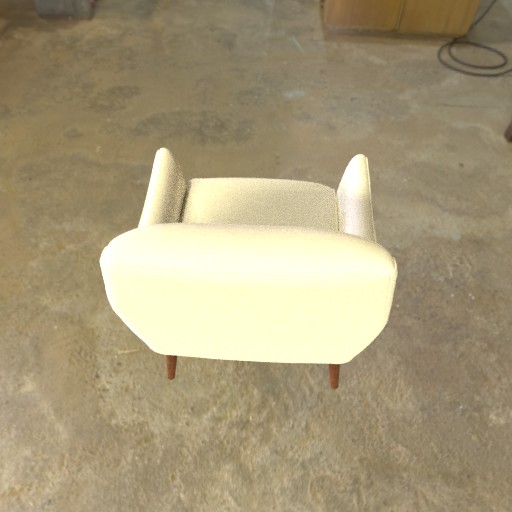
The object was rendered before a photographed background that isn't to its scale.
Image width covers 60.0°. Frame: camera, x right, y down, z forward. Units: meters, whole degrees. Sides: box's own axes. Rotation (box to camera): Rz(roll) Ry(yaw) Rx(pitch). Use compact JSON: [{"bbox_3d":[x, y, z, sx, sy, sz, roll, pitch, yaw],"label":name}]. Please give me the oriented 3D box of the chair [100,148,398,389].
[{"bbox_3d":[0.000,0.000,1.446,0.762,0.838,0.787,3,48,2],"label":"chair"}]
